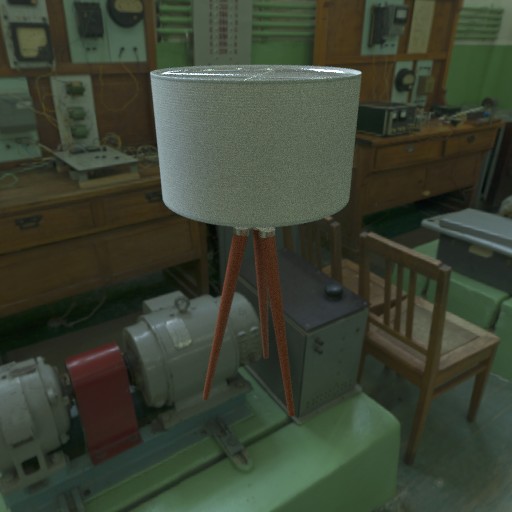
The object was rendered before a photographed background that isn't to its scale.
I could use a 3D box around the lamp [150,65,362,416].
[{"bbox_3d":[0.000,0.000,0.918,0.355,0.709,0.354,-18,31,-31],"label":"lamp"}]
